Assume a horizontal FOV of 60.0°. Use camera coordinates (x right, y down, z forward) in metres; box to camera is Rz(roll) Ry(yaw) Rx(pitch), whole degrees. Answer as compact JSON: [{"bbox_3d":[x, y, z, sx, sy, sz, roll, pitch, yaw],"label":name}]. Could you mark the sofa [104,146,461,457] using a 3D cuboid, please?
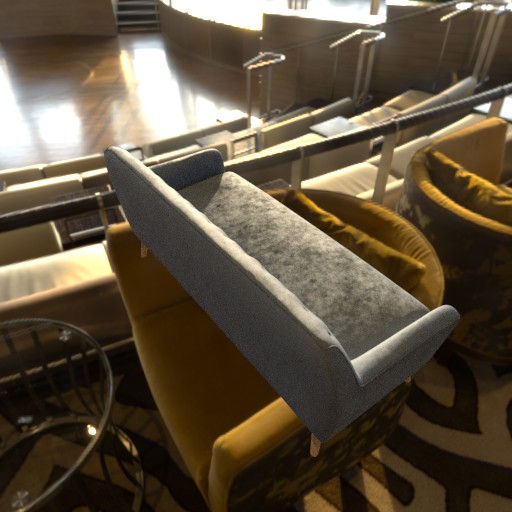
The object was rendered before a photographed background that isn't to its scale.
[{"bbox_3d":[0.000,0.000,2.416,0.841,0.832,1.975,-25,46,-27],"label":"sofa"}]
